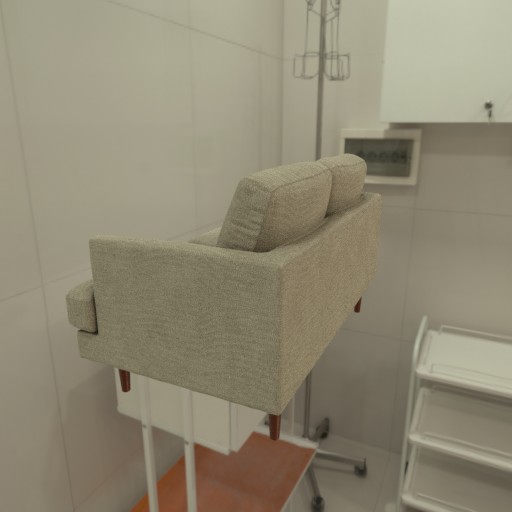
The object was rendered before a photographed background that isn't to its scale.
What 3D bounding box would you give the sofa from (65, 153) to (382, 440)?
[{"bbox_3d":[0.000,0.000,2.178,0.903,0.944,1.582,8,18,25],"label":"sofa"}]
